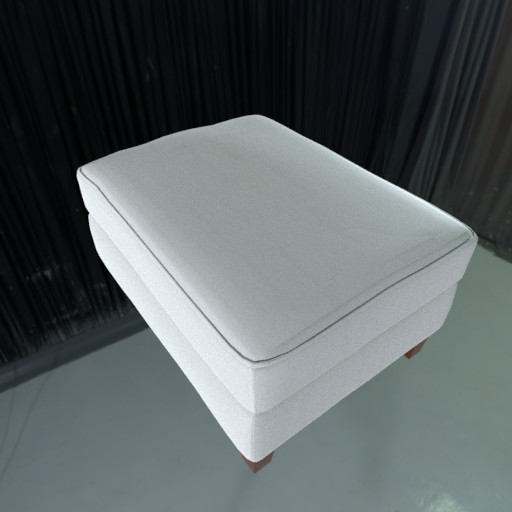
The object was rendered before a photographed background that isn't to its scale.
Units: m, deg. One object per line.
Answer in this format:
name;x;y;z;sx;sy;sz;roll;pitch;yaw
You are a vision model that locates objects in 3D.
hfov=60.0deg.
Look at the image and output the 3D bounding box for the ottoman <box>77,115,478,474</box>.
ottoman;0.000;0.000;1.170;0.634;0.479;0.818;-25;46;-27
